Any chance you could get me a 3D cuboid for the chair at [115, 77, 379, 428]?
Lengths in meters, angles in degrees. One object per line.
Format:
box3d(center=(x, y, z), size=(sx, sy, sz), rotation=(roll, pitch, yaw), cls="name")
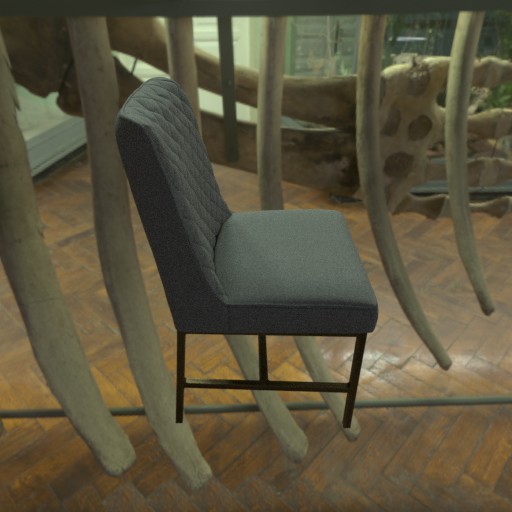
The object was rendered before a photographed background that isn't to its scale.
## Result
box3d(center=(0.000, 0.000, 1.250), size=(0.587, 0.889, 0.508), rotation=(0, 33, -1), cls="chair")
